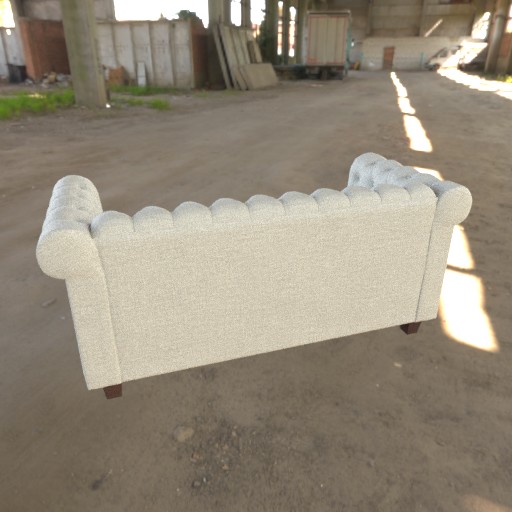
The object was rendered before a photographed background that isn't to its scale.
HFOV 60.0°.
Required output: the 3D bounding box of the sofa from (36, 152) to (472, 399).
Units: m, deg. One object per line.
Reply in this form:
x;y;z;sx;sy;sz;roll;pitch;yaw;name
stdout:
0.000;0.000;2.187;1.798;0.797;0.783;-8;26;-17;sofa
